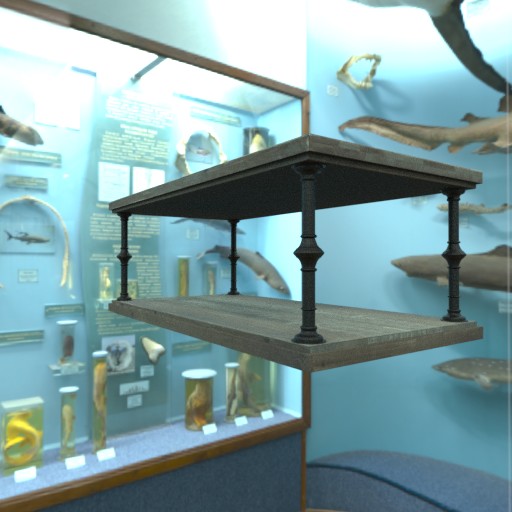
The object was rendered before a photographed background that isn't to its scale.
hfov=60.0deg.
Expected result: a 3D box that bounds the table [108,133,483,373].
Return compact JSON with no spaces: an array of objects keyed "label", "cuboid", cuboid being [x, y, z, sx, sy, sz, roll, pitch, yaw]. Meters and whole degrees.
[{"label":"table","cuboid":[0.000,0.000,1.340,0.554,0.399,1.088,0,-1,-35]}]
